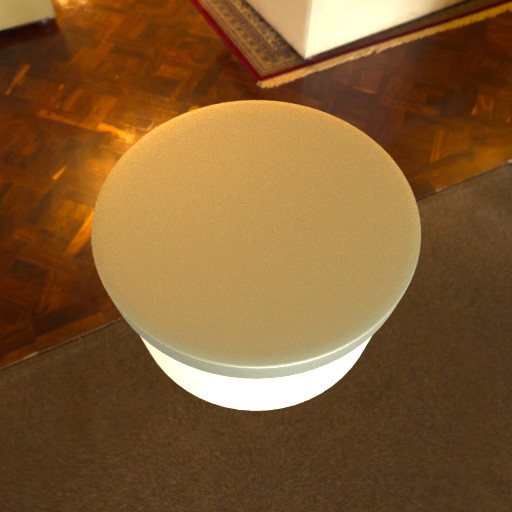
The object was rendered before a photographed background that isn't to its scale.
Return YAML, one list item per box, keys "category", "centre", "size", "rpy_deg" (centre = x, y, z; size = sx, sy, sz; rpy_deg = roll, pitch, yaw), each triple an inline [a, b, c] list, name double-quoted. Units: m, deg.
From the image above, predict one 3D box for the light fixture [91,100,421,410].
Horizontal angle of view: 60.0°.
- category: "light fixture"
  centre: [0.000, 0.000, 0.632]
  size: [0.393, 0.229, 0.393]
  rpy_deg: [0, 59, 0]
